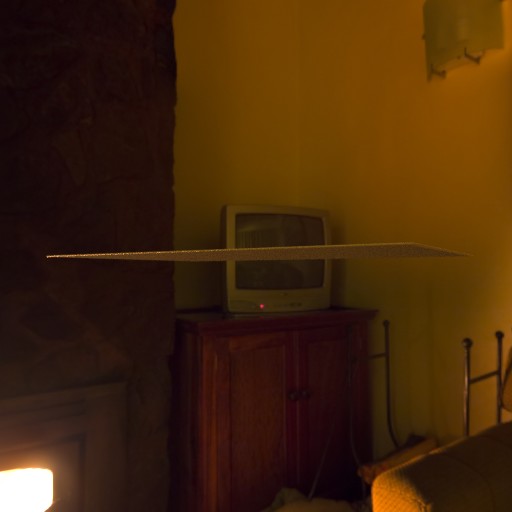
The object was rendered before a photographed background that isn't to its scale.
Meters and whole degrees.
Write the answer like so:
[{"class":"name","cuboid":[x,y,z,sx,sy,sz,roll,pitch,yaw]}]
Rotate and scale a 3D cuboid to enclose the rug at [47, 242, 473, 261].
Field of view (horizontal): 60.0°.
[{"class":"rug","cuboid":[0.000,0.000,2.971,2.438,0.008,1.523,-1,-3,34]}]
